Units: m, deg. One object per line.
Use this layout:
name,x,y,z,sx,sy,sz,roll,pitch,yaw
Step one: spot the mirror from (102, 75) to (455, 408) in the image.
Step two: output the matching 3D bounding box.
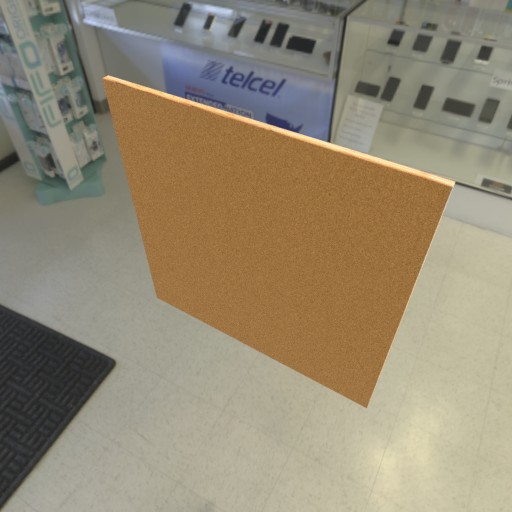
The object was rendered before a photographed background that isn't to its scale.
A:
mirror,0.000,0.000,1.190,0.804,0.804,0.061,24,50,22
